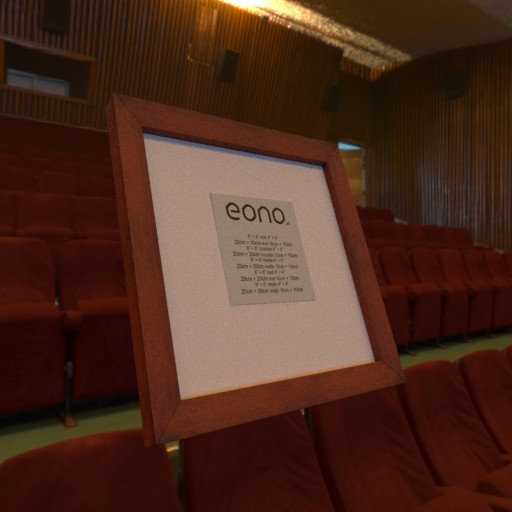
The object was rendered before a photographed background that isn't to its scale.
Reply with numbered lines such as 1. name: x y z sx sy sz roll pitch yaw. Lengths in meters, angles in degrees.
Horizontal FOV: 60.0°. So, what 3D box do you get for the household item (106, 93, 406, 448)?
1. household item: 0.000 0.000 0.384 0.240 0.240 0.131 1 -2 -36
